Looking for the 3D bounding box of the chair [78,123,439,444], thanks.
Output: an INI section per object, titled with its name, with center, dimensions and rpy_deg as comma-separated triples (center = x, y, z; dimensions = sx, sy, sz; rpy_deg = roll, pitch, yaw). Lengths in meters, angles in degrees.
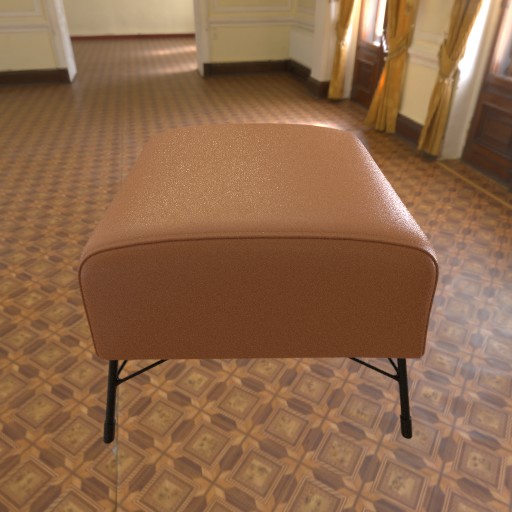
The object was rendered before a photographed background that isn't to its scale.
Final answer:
[chair]
center = 0.000, 0.000, 0.867
dimensions = 0.530, 0.410, 0.530
rpy_deg = -1, 32, -1
